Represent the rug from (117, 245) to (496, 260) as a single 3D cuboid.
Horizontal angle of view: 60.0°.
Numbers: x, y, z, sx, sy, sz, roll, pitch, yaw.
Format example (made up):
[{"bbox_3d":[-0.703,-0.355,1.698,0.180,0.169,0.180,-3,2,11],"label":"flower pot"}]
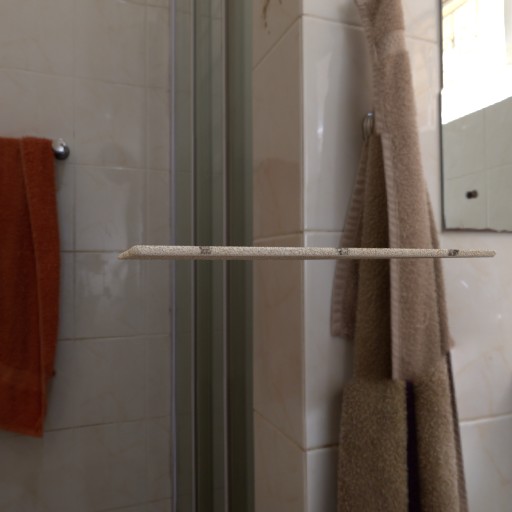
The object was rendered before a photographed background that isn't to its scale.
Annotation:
[{"bbox_3d":[0.000,0.000,2.066,1.200,0.025,1.600,0,-1,-19],"label":"rug"}]
